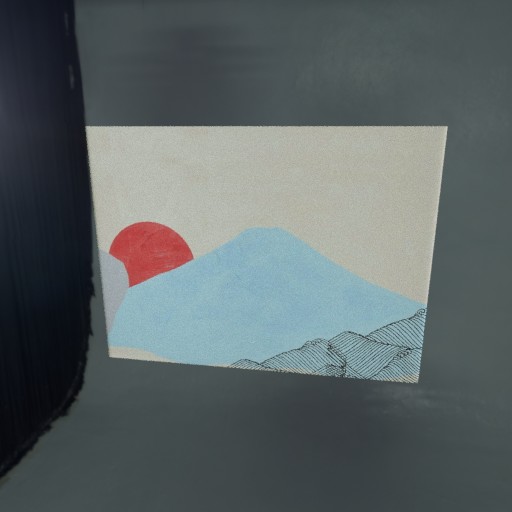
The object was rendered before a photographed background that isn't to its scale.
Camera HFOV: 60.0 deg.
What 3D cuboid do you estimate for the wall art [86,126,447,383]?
[{"bbox_3d":[0.000,0.000,1.625,1.219,0.912,0.042,3,16,9],"label":"wall art"}]
